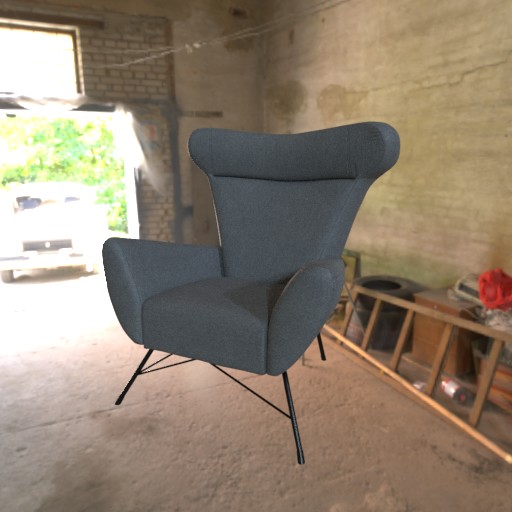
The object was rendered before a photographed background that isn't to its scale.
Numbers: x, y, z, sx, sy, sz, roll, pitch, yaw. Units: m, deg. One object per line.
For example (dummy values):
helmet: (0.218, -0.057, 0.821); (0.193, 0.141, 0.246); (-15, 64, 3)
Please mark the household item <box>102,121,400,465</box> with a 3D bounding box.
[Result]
household item: (0.000, 0.000, 1.792); (0.980, 1.050, 0.900); (6, 14, 26)
